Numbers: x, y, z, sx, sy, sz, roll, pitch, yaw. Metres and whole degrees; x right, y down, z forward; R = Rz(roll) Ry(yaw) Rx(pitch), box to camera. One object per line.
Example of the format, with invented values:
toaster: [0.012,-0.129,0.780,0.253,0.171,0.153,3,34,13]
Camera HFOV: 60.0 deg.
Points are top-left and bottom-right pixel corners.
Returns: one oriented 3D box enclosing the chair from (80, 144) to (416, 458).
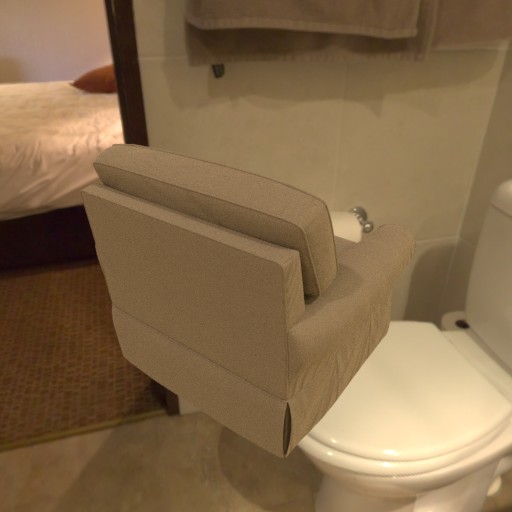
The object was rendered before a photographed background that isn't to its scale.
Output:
chair: [0.000,0.000,1.943,1.135,1.017,0.988,20,36,31]
